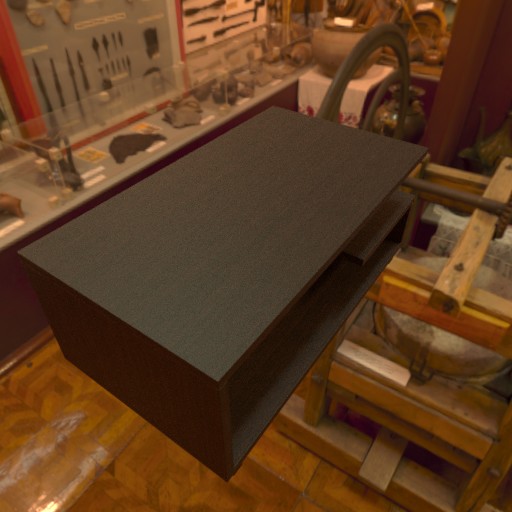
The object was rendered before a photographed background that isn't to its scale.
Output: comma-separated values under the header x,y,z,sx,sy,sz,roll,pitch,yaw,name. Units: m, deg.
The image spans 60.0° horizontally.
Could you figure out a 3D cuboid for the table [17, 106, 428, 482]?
x,y,z,sx,sy,sz,roll,pitch,yaw,name
0.000,0.000,1.351,0.590,0.460,1.050,25,46,26,table
